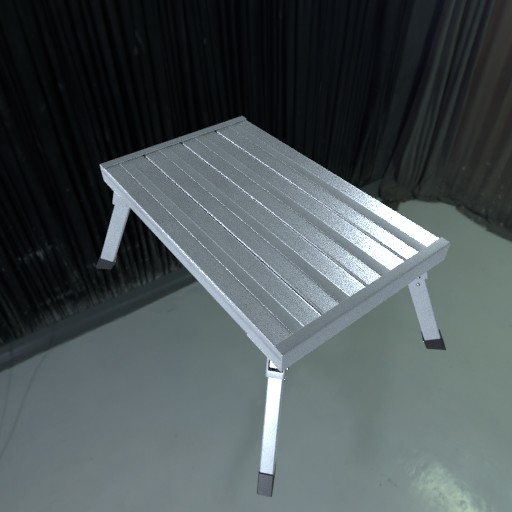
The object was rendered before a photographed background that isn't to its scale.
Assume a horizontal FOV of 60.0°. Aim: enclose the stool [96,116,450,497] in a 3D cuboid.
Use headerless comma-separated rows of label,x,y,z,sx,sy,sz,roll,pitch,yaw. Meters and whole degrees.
stool,0.000,0.000,0.714,0.385,0.225,0.535,-28,50,-26
